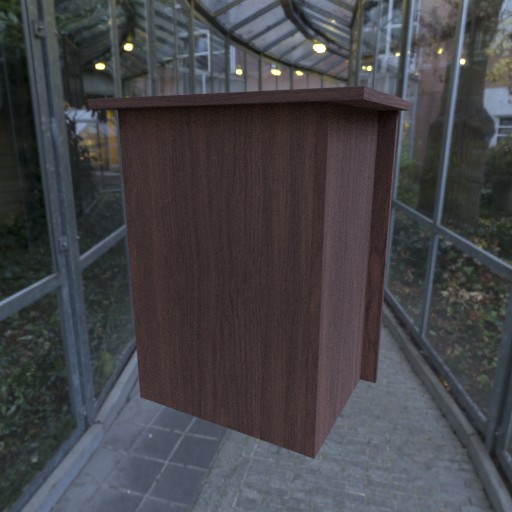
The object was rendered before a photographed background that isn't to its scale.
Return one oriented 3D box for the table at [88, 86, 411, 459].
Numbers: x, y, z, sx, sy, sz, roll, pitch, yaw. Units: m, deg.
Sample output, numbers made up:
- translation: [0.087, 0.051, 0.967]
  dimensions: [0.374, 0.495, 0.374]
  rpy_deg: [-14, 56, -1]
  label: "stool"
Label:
- translation: [0.000, 0.000, 1.072]
  dimensions: [0.589, 0.711, 0.406]
  rpy_deg: [8, 17, 27]
  label: "table"
